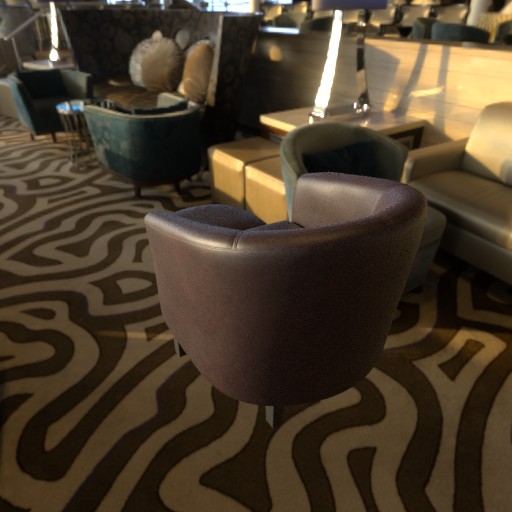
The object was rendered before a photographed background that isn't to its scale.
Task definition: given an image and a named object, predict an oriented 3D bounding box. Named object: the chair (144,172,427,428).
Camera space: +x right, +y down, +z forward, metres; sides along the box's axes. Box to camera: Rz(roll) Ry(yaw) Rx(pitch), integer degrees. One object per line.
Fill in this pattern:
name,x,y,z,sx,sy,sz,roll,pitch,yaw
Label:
chair,0.000,0.000,1.633,0.737,0.755,1.176,-18,35,-28
